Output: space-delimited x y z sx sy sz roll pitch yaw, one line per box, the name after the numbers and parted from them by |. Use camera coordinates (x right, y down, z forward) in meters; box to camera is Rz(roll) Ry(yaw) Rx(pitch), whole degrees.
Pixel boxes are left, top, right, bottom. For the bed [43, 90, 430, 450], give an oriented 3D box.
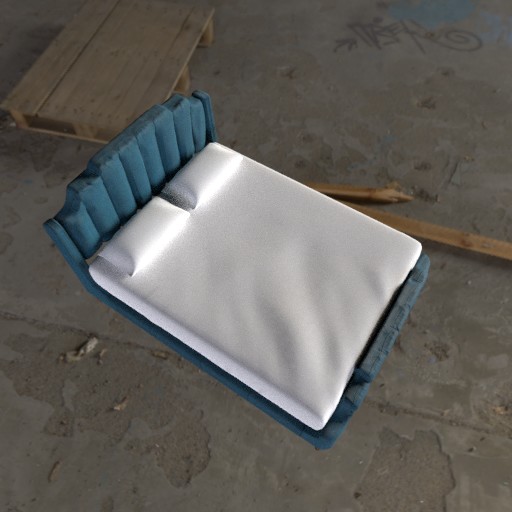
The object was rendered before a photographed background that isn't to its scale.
0.000 0.000 3.366 2.322 1.351 1.676 29 62 17 | bed
